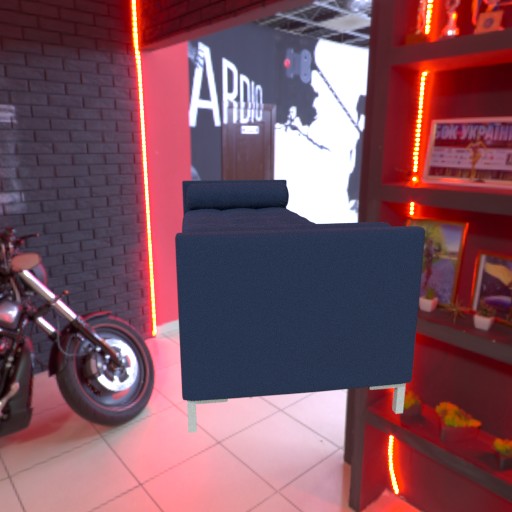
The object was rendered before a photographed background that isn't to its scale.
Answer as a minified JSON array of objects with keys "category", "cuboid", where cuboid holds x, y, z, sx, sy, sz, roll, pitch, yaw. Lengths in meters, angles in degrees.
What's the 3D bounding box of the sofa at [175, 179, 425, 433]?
[{"category":"sofa","cuboid":[0.000,0.000,2.387,0.797,0.657,2.102,-2,14,-8]}]
